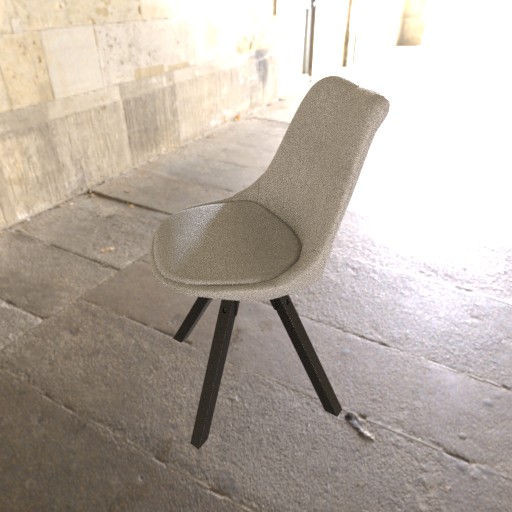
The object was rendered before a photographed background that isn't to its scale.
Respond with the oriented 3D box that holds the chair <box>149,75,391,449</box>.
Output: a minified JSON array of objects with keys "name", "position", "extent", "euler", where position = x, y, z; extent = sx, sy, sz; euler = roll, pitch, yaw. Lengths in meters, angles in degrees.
[{"name":"chair","position":[0.000,0.000,1.186],"extent":[0.550,0.850,0.485],"euler":[-8,33,-13]}]
